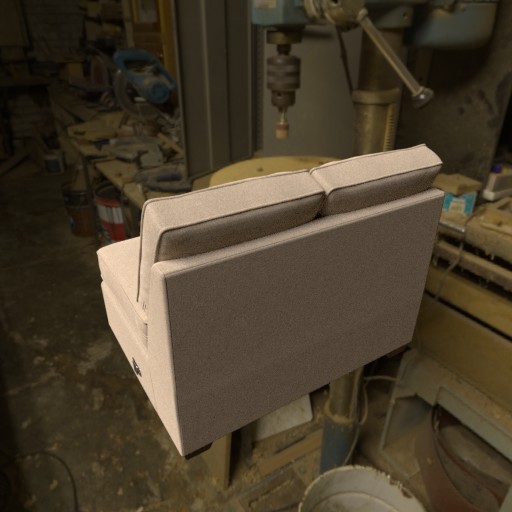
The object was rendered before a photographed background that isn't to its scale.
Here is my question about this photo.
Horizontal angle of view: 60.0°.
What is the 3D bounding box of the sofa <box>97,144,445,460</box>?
[{"bbox_3d":[0.000,0.000,2.011,1.237,1.008,0.951,-17,33,-28],"label":"sofa"}]
